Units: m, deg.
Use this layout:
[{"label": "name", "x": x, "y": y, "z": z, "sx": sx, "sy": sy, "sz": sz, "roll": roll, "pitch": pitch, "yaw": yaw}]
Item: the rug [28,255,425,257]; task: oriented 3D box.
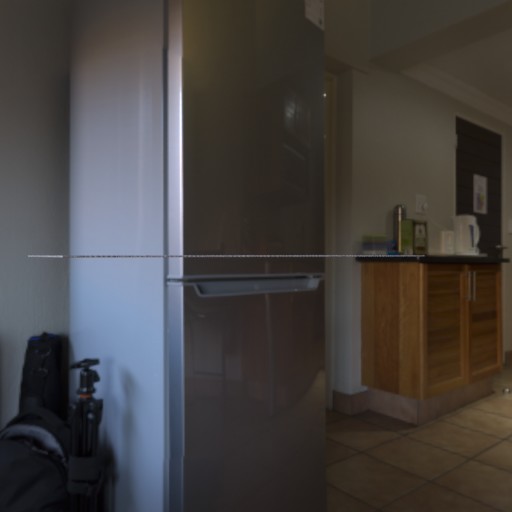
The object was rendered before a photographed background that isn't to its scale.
[{"label": "rug", "x": 0.000, "y": 0.000, "z": 2.756, "sx": 2.432, "sy": 0.008, "sz": 0.766, "roll": 0, "pitch": 0, "yaw": -36}]
